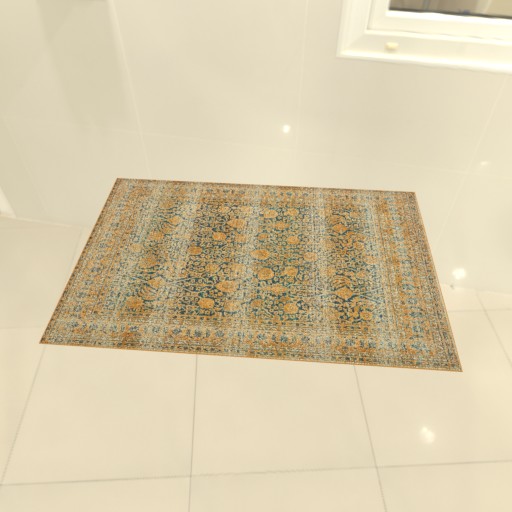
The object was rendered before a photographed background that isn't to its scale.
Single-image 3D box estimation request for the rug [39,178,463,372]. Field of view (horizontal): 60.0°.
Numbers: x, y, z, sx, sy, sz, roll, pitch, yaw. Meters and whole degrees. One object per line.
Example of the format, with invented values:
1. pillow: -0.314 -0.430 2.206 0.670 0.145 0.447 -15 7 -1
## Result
1. rug: 0.000 0.000 2.952 2.336 0.007 1.525 3 47 3
